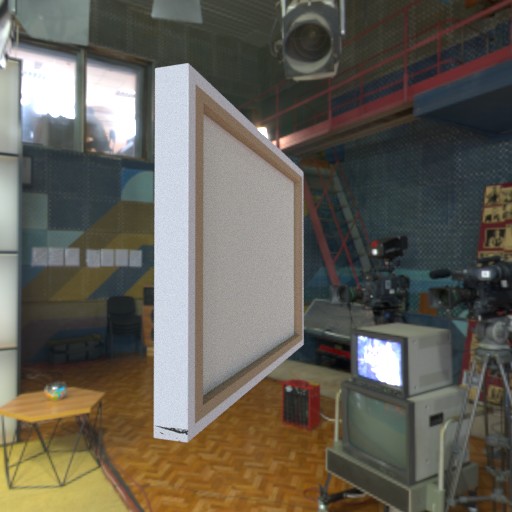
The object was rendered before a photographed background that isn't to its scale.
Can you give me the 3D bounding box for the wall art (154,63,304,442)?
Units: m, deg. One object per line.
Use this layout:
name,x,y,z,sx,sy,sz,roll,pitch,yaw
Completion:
wall art,0.000,0.000,0.778,0.042,0.414,0.608,0,-1,18
